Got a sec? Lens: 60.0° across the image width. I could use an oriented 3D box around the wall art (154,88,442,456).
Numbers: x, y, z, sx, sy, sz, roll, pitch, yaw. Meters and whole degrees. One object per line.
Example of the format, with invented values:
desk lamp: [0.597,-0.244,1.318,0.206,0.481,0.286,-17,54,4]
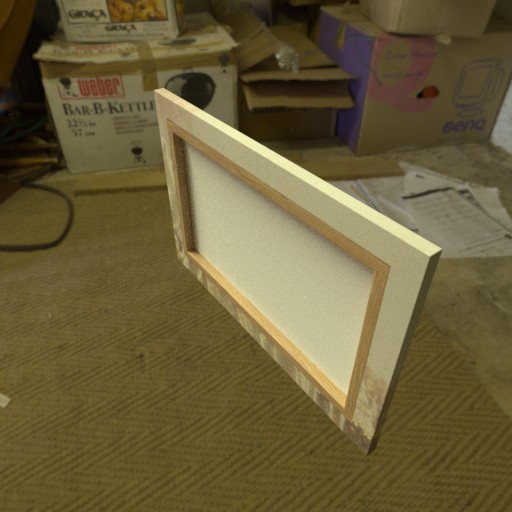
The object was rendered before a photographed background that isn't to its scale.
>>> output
wall art: [0.000,0.000,1.429,0.041,0.758,1.142,-25,45,-28]
